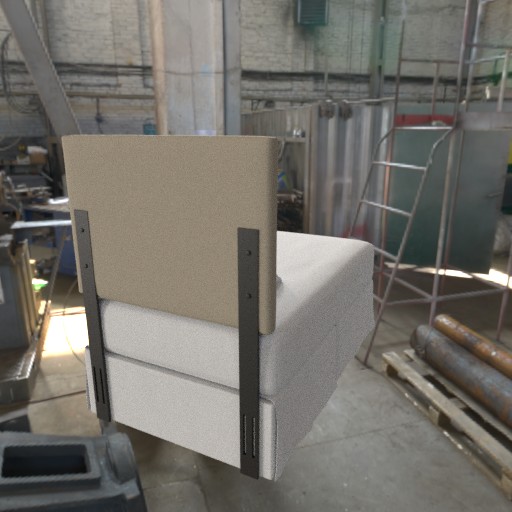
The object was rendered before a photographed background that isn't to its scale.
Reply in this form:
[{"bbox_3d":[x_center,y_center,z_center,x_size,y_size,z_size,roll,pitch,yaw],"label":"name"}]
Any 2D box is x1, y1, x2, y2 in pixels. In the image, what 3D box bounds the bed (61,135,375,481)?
[{"bbox_3d":[0.000,0.000,2.951,1.261,1.571,1.997,8,18,26],"label":"bed"}]
